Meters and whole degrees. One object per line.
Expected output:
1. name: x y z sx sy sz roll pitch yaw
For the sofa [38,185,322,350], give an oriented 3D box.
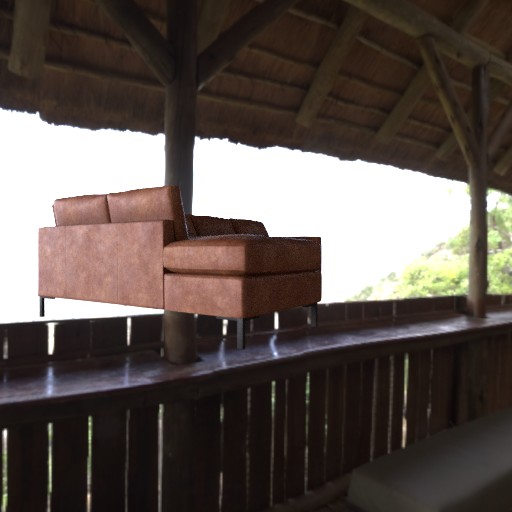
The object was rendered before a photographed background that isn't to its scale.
1. sofa: 0.000 0.000 3.917 1.938 0.877 2.984 1 1 35
